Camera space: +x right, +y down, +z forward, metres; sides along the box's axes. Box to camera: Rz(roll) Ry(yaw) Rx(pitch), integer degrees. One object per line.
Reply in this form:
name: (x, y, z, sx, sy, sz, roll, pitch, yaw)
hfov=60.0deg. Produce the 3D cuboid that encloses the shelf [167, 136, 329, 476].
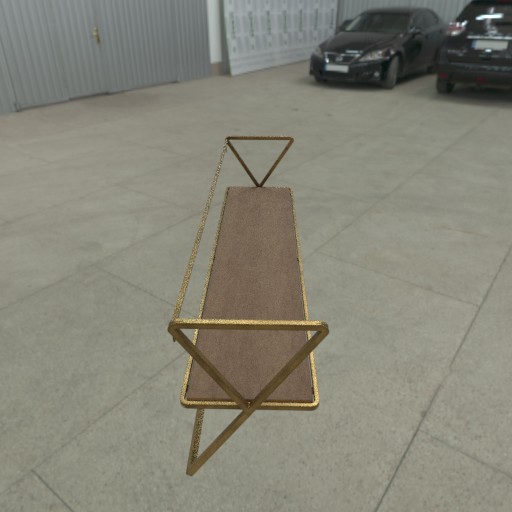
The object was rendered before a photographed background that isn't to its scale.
shelf: (0.000, 0.000, 0.740, 0.150, 0.229, 0.645, 1, 30, 1)
